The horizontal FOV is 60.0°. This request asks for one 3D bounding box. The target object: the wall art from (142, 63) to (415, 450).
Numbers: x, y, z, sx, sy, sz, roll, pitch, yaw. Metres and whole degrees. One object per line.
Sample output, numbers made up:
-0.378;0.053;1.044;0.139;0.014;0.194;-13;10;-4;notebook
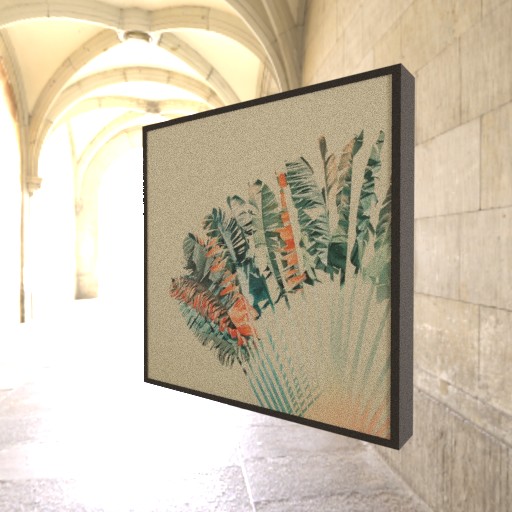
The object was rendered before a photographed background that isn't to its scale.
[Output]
0.000;0.000;0.447;0.302;0.300;0.036;1;1;36;wall art
